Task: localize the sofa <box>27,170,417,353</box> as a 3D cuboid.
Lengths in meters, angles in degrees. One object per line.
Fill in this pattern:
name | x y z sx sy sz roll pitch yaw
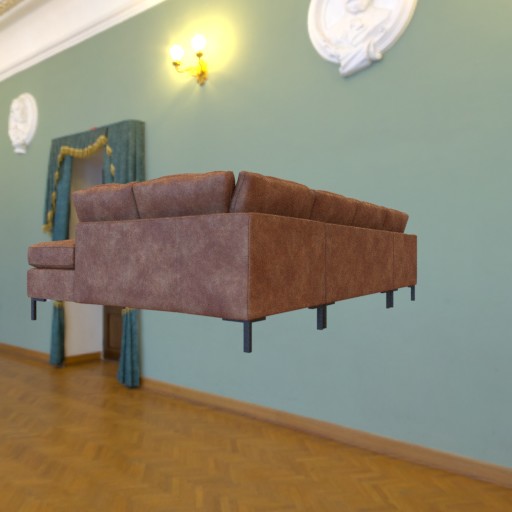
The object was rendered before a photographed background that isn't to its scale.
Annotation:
sofa | 0.000 0.000 3.798 1.939 0.900 2.956 0 0 34
